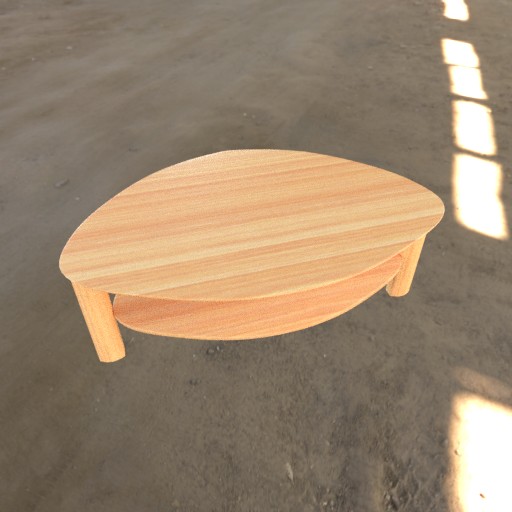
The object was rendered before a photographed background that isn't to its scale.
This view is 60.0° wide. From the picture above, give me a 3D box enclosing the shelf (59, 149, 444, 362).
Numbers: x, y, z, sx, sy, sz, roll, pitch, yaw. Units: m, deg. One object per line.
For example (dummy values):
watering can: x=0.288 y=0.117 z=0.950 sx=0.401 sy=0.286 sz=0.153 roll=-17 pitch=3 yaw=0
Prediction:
shelf: x=0.000 y=0.000 z=1.633 sx=1.246 sy=0.440 sz=0.845 roll=-11 pitch=41 yaw=-13
